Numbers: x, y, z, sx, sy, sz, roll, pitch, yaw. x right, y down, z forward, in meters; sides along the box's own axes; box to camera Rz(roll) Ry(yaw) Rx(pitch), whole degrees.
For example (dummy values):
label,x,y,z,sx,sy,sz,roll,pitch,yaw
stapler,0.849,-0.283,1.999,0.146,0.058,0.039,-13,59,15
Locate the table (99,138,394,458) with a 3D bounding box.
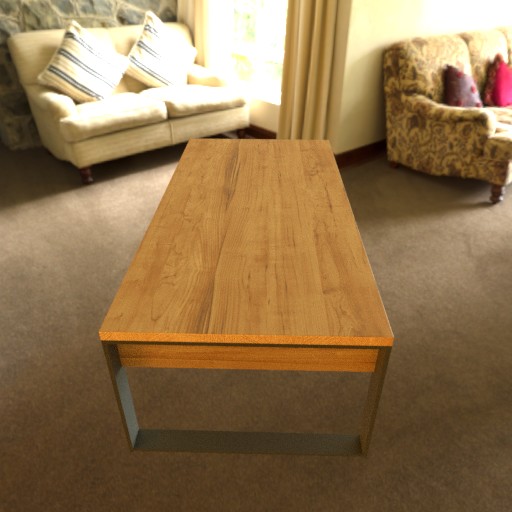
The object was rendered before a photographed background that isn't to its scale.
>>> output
label,x,y,z,sx,sy,sz,roll,pitch,yaw
table,0.000,0.000,1.473,0.590,0.400,1.180,1,33,1
